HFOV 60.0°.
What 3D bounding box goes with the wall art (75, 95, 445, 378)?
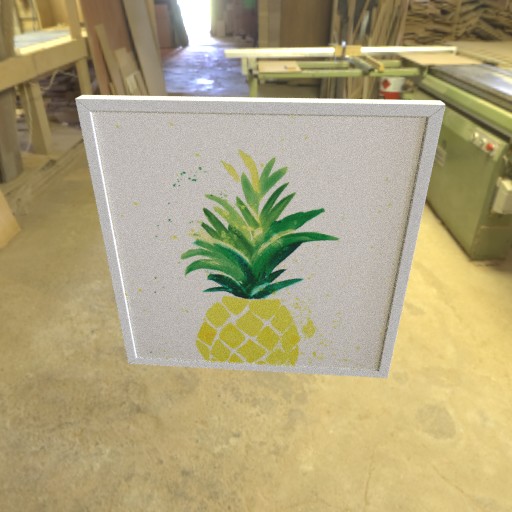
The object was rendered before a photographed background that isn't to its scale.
[{"bbox_3d":[0.000,0.000,1.122,0.763,0.761,0.038,2,31,4],"label":"wall art"}]
